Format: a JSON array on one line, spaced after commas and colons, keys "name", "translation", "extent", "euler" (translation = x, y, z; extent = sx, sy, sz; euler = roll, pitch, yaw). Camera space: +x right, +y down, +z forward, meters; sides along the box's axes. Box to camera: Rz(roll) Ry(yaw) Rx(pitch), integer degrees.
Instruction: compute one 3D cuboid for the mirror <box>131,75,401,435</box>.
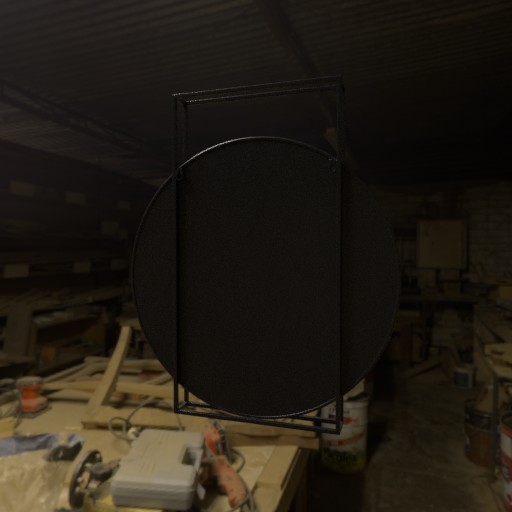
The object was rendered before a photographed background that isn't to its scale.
[{"name": "mirror", "translation": [0.000, 0.000, 0.815], "extent": [0.508, 0.603, 0.051], "euler": [0, 2, 18]}]
